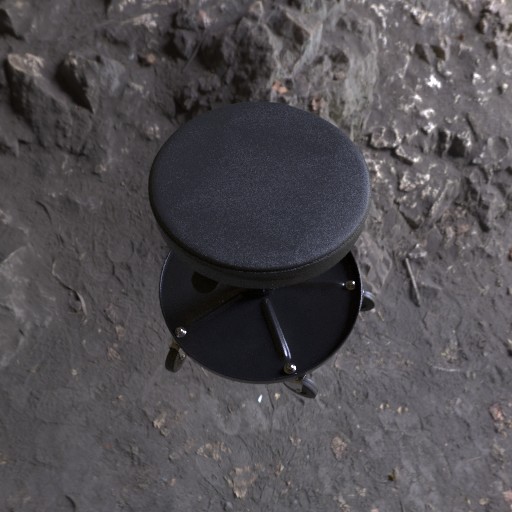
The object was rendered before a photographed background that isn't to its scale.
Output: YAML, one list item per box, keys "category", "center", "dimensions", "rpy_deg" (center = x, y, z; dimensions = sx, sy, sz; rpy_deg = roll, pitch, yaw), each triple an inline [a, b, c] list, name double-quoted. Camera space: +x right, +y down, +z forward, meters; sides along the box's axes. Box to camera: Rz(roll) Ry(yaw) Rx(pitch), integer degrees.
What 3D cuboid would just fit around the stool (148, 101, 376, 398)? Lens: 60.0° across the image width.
- category: "stool"
  center: [0.000, 0.000, 0.686]
  dimensions: [0.381, 0.365, 0.382]
  rpy_deg: [28, 63, 16]
